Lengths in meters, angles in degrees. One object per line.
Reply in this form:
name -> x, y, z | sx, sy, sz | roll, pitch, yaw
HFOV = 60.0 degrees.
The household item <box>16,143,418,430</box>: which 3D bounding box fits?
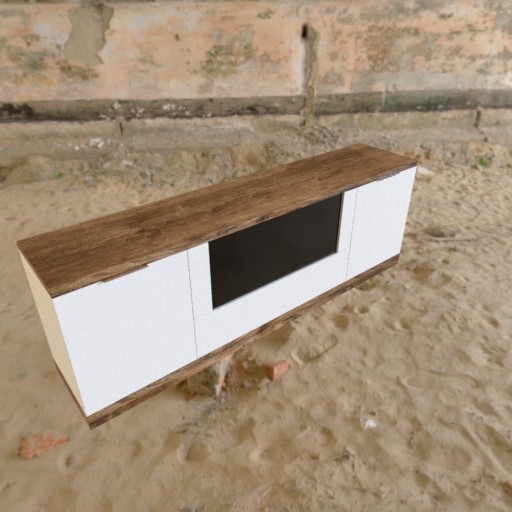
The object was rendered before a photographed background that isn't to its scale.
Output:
household item -> 0.000, 0.000, 2.030 | 1.800, 0.615, 0.390 | -22, 38, -32
